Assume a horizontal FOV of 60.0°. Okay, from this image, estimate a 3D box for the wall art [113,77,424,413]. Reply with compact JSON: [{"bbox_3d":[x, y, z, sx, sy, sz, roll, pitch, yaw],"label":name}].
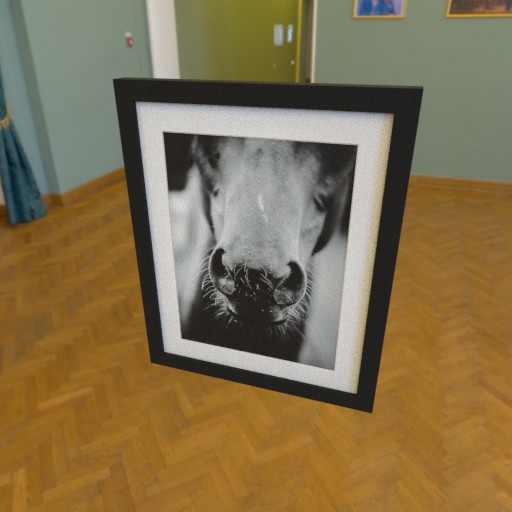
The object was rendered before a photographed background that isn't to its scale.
[{"bbox_3d":[0.000,0.000,0.763,0.457,0.559,0.033,8,28,16],"label":"wall art"}]
